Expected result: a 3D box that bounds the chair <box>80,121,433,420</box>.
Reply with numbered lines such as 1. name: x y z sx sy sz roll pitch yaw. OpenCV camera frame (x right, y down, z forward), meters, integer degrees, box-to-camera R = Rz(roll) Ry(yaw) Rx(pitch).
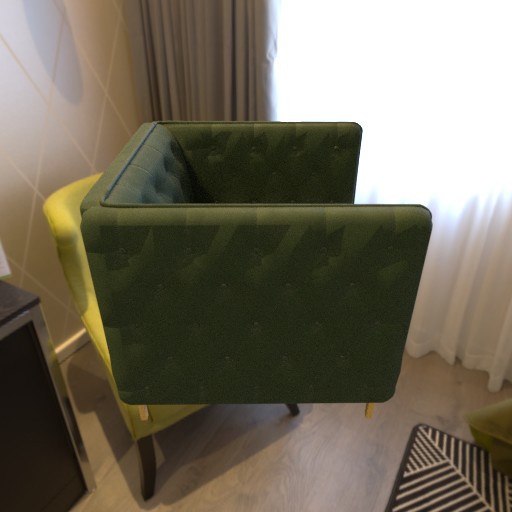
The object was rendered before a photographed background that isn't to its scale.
1. chair: 0.000 0.000 1.573 0.855 0.768 0.917 0 31 -1
